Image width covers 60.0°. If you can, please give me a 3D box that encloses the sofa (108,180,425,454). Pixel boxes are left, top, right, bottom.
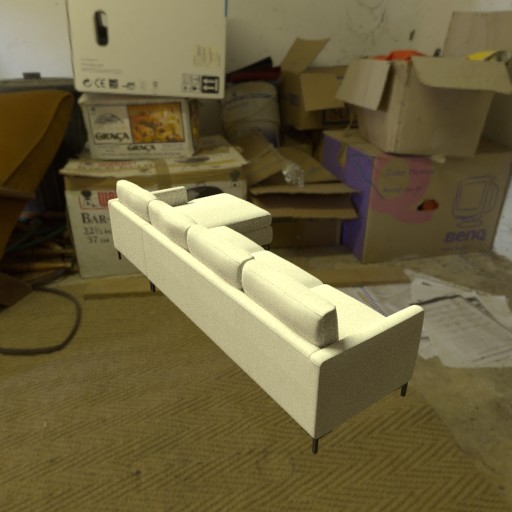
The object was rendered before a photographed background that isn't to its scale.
[{"bbox_3d":[0.000,0.000,2.917,1.126,0.677,2.445,-17,30,-32],"label":"sofa"}]
